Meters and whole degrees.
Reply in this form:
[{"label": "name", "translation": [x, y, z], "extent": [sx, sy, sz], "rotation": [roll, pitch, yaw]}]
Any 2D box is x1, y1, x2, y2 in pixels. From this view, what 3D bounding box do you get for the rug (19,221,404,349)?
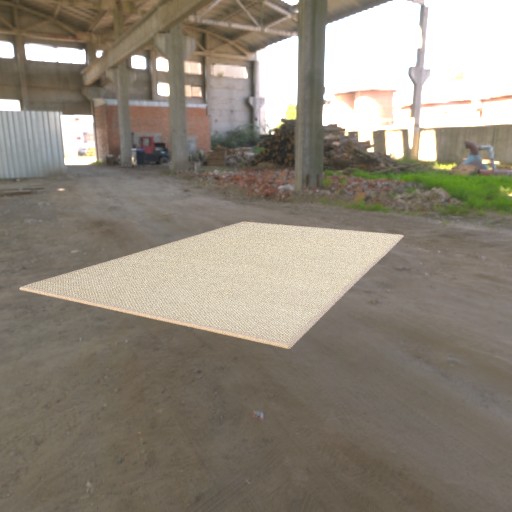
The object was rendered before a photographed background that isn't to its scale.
[{"label": "rug", "translation": [0.000, 0.000, 2.085], "extent": [1.067, 0.013, 1.676], "rotation": [7, 15, 27]}]
